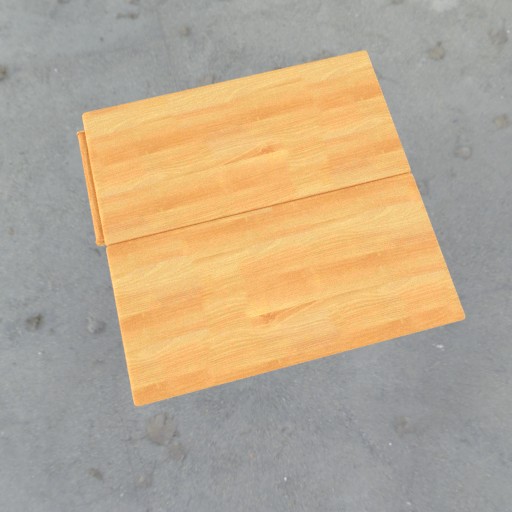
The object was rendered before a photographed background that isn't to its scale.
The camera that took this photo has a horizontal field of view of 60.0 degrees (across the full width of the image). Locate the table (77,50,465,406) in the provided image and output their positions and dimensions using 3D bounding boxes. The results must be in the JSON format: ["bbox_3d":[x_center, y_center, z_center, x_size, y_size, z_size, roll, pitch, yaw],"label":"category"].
[{"bbox_3d":[0.000,0.000,1.404,0.752,0.832,0.693,-14,76,-3],"label":"table"}]
